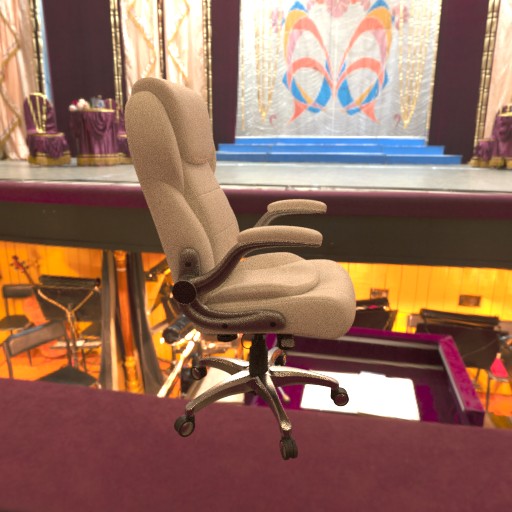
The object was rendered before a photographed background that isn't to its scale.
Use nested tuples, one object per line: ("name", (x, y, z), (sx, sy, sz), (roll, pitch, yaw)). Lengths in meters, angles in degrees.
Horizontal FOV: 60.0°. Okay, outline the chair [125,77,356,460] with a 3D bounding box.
("chair", (0.000, 0.000, 1.793), (0.806, 1.330, 0.755), (3, 15, 10))
